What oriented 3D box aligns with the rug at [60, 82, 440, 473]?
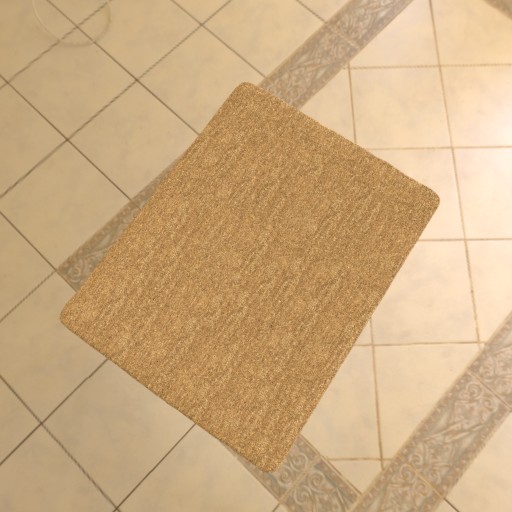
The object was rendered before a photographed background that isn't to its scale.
[{"bbox_3d":[0.000,0.000,3.908,2.242,0.050,2.873,33,79,8],"label":"rug"}]
